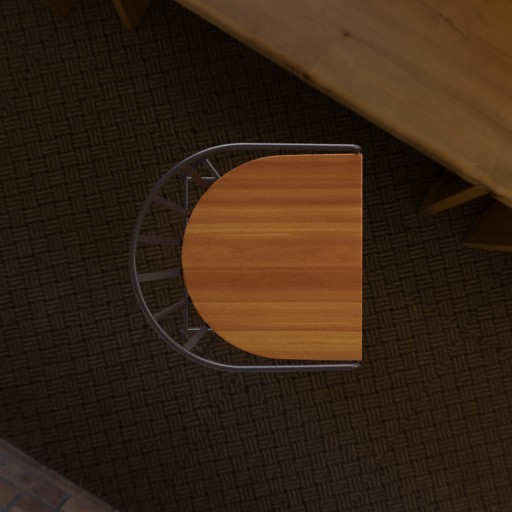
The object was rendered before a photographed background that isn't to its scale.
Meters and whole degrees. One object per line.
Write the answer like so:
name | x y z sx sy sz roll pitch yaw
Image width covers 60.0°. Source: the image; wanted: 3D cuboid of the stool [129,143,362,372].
stool | 0.000 0.000 1.168 0.521 0.812 0.546 0 91 -1
